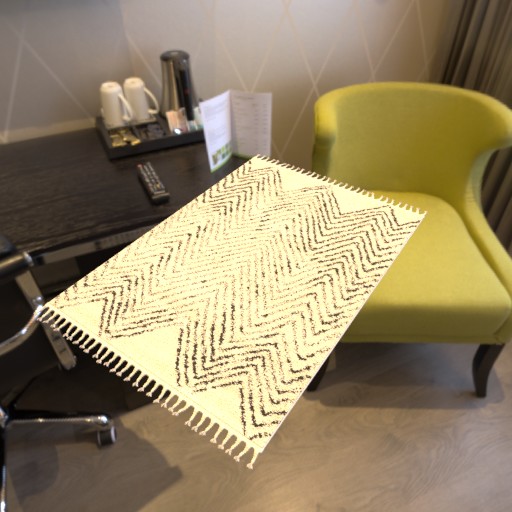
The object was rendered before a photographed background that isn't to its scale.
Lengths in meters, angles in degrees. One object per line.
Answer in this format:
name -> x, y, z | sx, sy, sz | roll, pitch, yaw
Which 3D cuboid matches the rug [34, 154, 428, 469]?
rug -> 0.000, 0.000, 2.327 | 1.230, 0.014, 1.847 | 25, 47, 25
